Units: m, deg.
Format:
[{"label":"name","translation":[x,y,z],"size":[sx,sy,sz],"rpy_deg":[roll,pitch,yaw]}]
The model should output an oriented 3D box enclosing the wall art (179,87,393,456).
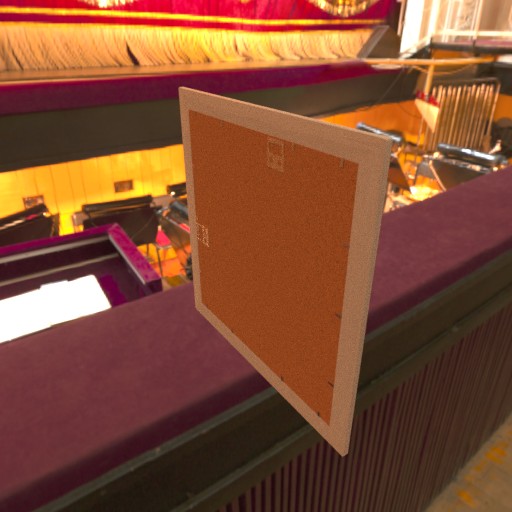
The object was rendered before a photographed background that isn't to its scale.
[{"label":"wall art","translation":[0.000,0.000,0.897],"size":[0.013,0.584,0.584],"rpy_deg":[-18,33,-30]}]
